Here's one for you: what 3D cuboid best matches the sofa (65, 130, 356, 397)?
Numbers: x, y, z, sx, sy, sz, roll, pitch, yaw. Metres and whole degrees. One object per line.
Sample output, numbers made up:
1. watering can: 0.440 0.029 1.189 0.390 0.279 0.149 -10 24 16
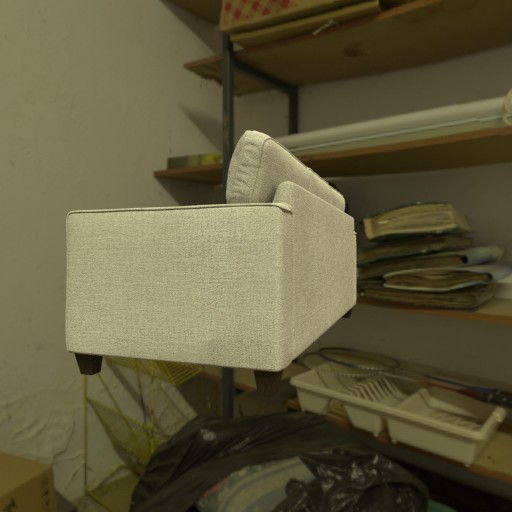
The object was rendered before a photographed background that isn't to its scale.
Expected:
1. sofa: 0.000 0.000 2.632 0.939 0.965 2.133 0 0 19
